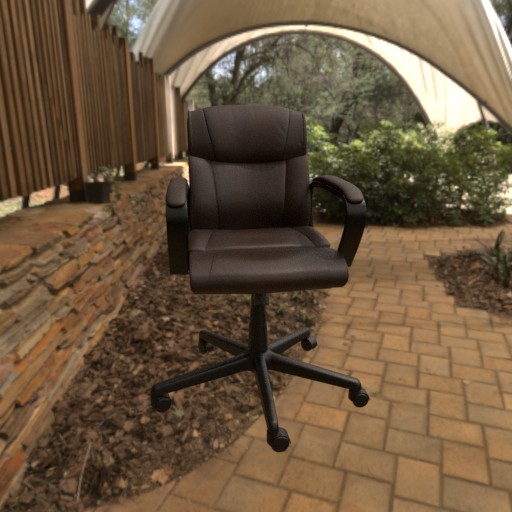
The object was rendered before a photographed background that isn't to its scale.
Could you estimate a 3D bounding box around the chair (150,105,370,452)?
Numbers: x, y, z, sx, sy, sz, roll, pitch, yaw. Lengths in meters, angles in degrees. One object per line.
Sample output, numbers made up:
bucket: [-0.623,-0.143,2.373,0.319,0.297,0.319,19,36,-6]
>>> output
chair: [0.000,0.000,1.500,0.739,1.004,0.717,-2,16,-7]
